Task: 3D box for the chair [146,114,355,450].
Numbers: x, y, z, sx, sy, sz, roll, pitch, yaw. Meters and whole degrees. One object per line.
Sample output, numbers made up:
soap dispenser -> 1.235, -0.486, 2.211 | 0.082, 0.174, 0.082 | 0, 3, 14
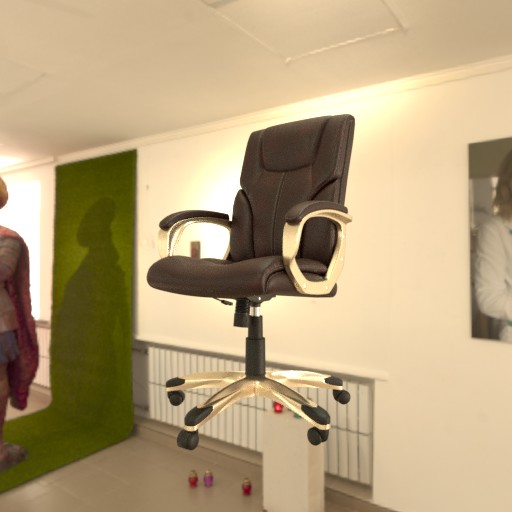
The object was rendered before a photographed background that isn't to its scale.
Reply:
chair -> 0.000, 0.000, 1.557 | 0.662, 1.107, 0.739 | 0, 0, 35
